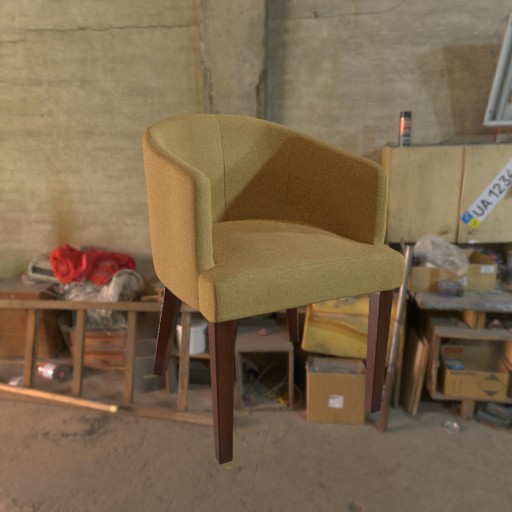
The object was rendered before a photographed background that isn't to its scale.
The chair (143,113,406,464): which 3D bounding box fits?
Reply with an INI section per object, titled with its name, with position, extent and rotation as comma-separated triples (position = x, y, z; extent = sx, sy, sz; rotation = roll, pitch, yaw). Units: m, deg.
[chair]
position = 0.000, 0.000, 1.288
extent = 0.583, 0.811, 0.655
rotation = -8, 17, -26
